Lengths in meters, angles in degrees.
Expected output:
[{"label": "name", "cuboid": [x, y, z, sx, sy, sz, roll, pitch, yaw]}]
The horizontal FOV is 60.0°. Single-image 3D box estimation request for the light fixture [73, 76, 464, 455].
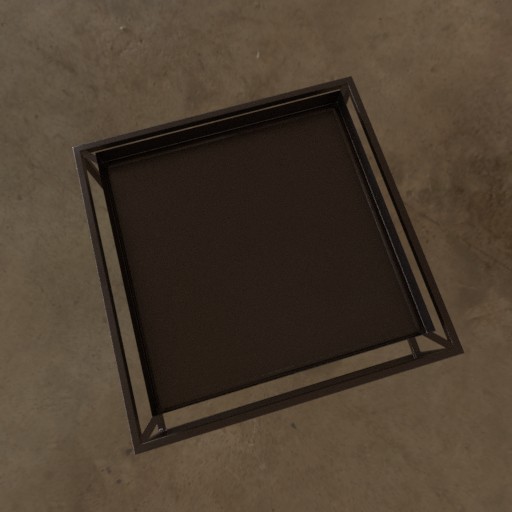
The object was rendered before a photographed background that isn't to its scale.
[{"label": "light fixture", "cuboid": [0.000, 0.000, 0.683, 0.441, 0.191, 0.441, -16, 75, -4]}]
